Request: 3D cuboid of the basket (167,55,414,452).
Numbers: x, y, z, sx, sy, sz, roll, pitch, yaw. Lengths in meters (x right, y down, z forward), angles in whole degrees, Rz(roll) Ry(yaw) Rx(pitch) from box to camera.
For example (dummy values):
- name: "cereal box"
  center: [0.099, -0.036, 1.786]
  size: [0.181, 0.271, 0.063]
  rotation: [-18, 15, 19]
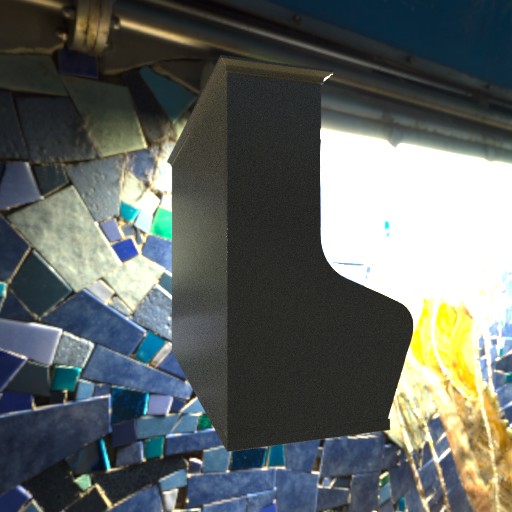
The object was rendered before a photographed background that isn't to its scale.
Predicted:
- name: "basket"
  center: [0.000, 0.000, 1.085]
  size: [0.350, 0.600, 0.780]
  rotation: [0, 0, -17]
